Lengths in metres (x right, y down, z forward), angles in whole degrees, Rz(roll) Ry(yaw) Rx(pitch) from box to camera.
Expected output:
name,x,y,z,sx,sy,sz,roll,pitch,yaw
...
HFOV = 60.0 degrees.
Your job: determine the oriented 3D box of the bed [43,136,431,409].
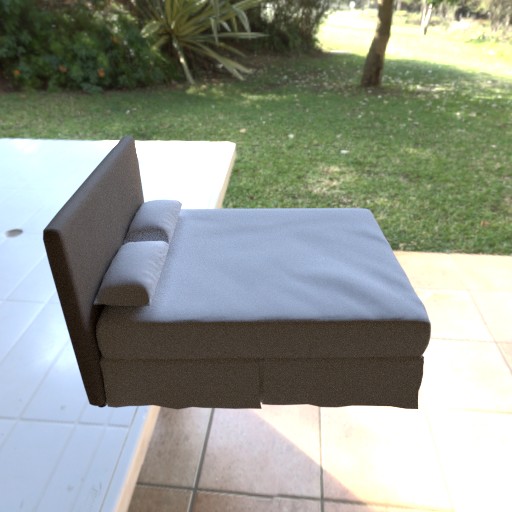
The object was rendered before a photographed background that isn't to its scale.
name,x,y,z,sx,sy,sz,roll,pitch,yaw
bed,0.000,0.000,3.209,2.142,1.330,1.723,0,31,-1
